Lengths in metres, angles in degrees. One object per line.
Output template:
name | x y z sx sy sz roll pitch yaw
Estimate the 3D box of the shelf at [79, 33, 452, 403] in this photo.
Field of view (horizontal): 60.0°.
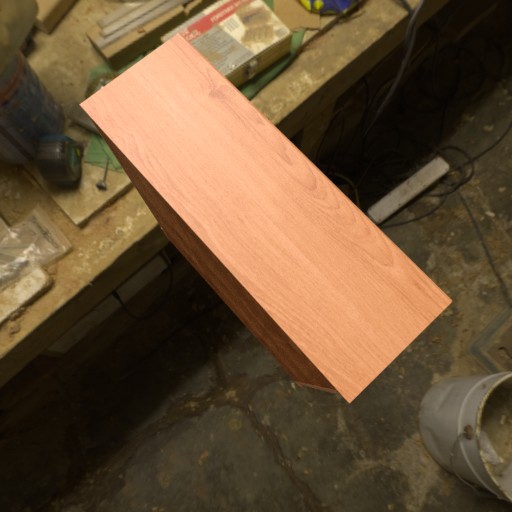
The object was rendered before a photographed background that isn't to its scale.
shelf | 0.000 0.000 1.394 0.291 0.980 0.840 -41 79 -10
